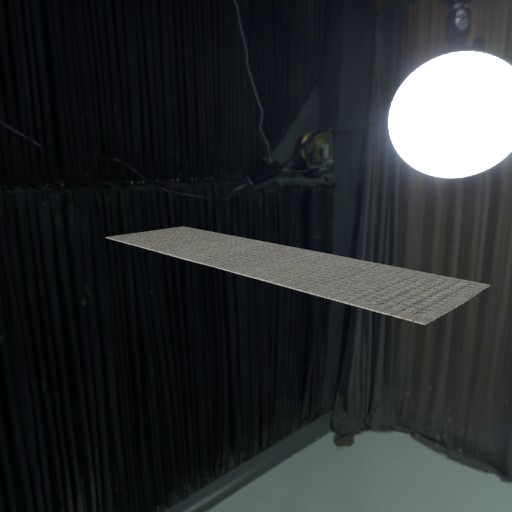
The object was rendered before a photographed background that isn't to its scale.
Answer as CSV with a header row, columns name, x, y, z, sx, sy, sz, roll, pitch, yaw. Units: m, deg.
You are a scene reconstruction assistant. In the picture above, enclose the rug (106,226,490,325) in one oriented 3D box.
name,x,y,z,sx,sy,sz,roll,pitch,yaw
rug,0.000,0.000,2.689,2.443,0.009,0.706,13,18,43
